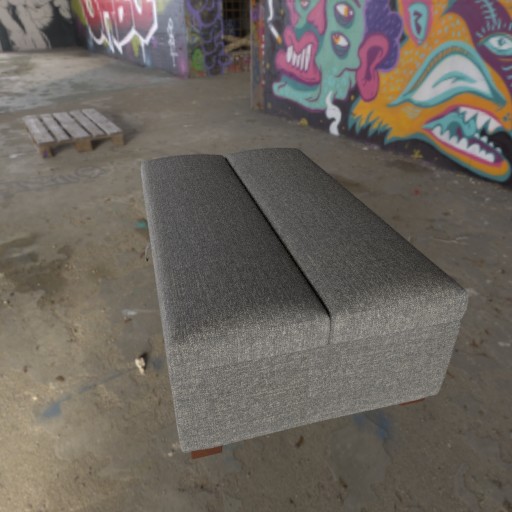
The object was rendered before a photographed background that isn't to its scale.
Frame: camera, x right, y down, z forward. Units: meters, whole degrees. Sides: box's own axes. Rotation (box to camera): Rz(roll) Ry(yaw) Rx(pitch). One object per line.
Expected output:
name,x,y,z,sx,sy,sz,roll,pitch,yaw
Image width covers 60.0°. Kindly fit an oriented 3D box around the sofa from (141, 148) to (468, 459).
sofa,0.000,0.000,1.575,0.782,0.417,1.198,-8,31,-13
